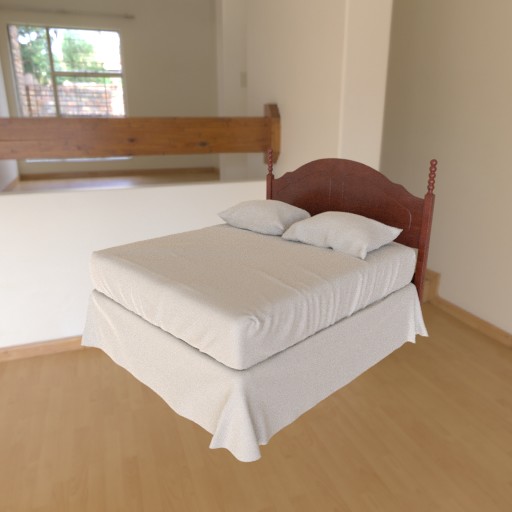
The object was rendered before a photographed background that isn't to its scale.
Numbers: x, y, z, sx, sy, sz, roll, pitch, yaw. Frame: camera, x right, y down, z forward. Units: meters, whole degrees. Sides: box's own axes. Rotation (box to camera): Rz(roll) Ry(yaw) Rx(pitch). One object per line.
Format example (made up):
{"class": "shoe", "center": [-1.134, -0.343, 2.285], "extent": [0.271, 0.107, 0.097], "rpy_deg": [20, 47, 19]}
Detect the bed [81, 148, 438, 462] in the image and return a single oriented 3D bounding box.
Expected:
{"class": "bed", "center": [0.000, 0.000, 3.213], "extent": [2.040, 1.356, 1.873], "rpy_deg": [-16, 24, -42]}
